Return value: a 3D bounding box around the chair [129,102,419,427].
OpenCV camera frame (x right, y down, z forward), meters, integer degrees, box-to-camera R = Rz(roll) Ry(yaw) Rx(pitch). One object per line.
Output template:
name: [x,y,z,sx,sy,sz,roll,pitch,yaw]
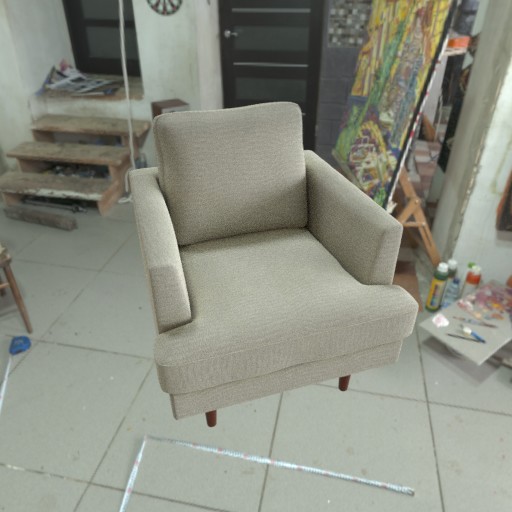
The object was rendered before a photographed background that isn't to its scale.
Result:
chair: [0.000,0.000,1.672,0.858,0.957,0.899,-10,34,-15]
